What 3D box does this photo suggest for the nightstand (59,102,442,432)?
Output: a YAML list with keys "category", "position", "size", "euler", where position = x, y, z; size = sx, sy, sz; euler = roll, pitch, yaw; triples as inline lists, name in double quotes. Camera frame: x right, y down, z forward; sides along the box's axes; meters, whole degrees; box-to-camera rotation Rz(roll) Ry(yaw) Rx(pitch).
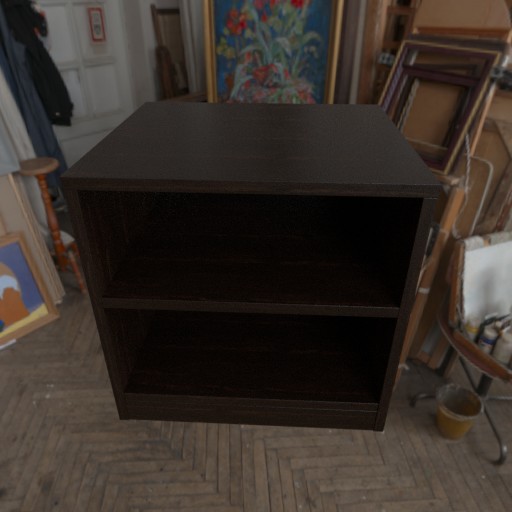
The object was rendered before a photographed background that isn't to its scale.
- category: "nightstand"
  position: [0.000, 0.000, 0.872]
  size: [0.489, 0.487, 0.427]
  euler: [2, 32, 3]
